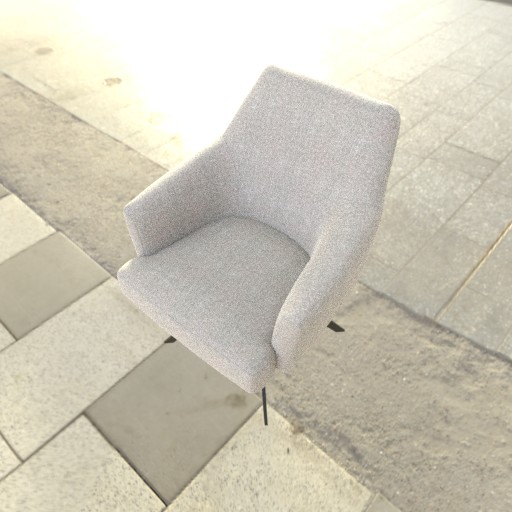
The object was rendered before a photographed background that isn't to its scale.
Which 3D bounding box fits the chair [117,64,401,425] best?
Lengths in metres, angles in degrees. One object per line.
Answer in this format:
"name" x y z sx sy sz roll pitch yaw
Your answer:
"chair" 0.000 0.000 1.355 0.642 0.874 0.677 31 54 26
